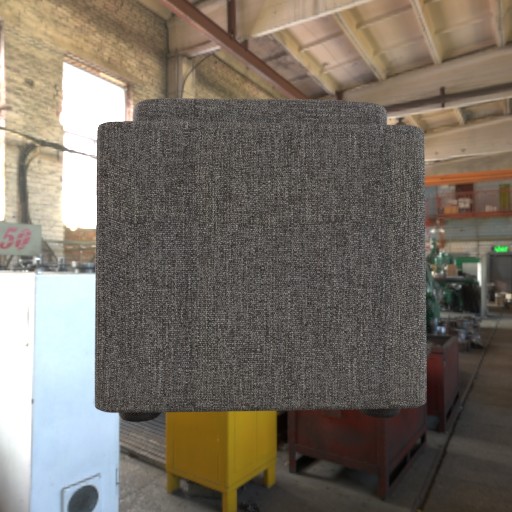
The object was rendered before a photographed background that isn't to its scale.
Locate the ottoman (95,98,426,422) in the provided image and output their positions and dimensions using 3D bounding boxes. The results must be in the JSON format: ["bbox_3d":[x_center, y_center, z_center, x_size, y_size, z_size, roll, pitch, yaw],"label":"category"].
[{"bbox_3d":[0.000,0.000,0.811,0.450,0.460,0.450,0,-1,-3],"label":"ottoman"}]
